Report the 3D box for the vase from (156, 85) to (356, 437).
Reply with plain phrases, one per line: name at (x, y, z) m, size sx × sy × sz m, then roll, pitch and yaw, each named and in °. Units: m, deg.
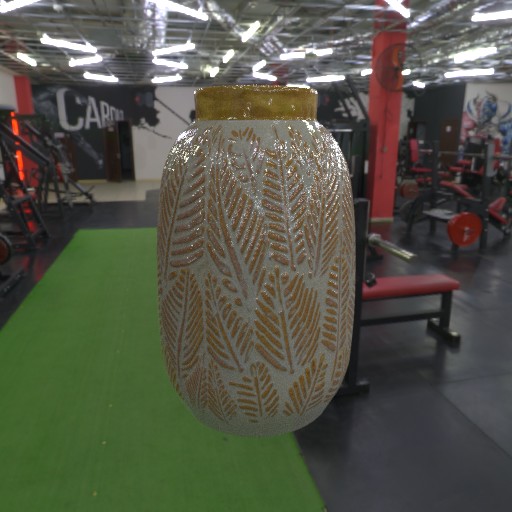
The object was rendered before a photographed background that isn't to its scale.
vase at (0.000, 0.000, 0.385) m, size 0.172 × 0.270 × 0.172 m, roll 0°, pitch 16°, yaw 0°
